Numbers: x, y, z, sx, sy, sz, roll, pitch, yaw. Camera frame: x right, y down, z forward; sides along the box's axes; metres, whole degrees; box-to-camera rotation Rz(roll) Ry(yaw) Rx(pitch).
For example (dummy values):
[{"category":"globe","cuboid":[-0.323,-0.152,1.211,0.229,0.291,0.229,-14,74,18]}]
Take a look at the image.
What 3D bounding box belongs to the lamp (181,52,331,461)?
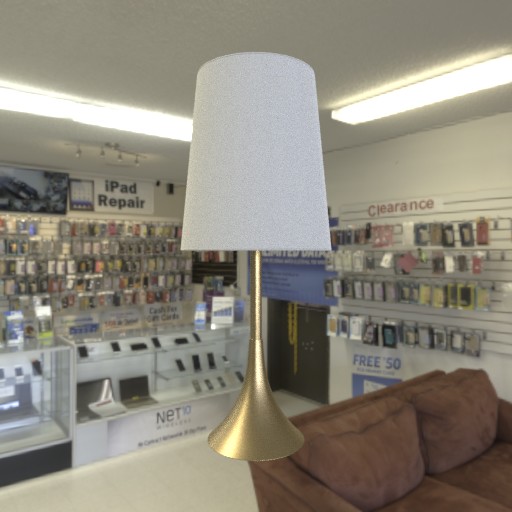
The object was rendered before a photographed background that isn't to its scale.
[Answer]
[{"category":"lamp","cuboid":[0.000,0.000,0.688,0.231,0.569,0.231,0,1,0]}]
